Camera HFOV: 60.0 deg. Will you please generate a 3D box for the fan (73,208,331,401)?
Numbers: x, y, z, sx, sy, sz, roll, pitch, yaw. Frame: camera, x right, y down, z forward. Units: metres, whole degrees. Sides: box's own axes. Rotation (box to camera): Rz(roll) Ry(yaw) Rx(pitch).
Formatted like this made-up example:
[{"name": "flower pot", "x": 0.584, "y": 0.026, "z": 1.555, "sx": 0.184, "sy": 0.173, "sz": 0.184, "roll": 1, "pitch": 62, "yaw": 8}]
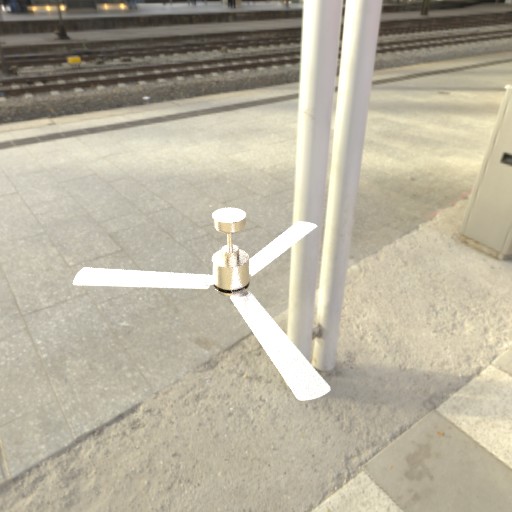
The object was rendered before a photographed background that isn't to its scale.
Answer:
[{"name": "fan", "x": 0.000, "y": 0.000, "z": 2.348, "sx": 1.561, "sy": 0.446, "sz": 1.531, "roll": -22, "pitch": 38, "yaw": -32}]
